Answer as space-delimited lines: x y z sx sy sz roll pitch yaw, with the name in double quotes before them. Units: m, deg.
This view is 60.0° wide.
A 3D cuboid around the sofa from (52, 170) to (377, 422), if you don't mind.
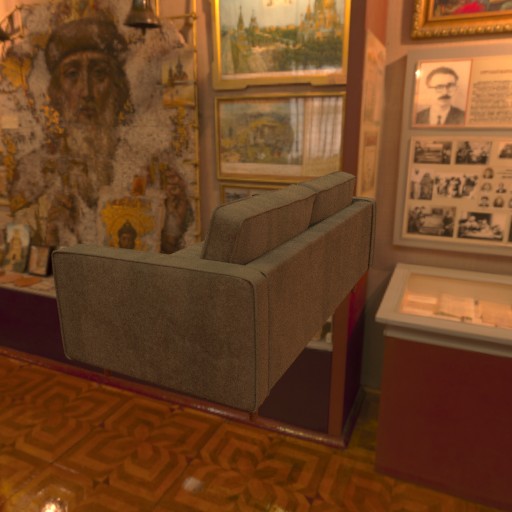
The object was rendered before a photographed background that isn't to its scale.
"sofa" 0.000 0.000 2.432 0.924 0.825 1.920 8 18 25
